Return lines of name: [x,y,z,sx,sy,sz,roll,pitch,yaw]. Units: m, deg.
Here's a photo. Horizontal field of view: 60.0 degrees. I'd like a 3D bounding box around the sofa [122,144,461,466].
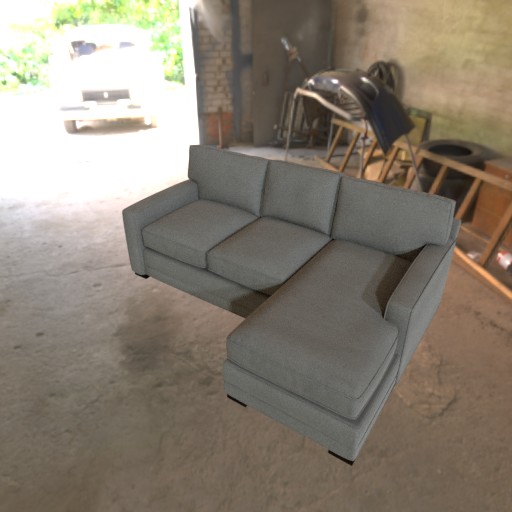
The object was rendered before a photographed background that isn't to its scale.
sofa: [0.000,0.000,2.838,2.087,0.861,1.496,19,35,29]
